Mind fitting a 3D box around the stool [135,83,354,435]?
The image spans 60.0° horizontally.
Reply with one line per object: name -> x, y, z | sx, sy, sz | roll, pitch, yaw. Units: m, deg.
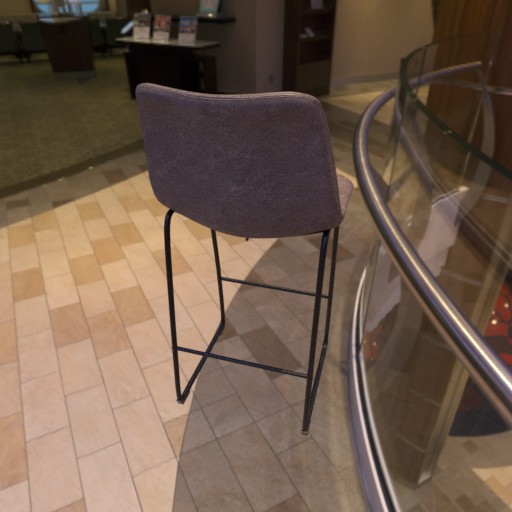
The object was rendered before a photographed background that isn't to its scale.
stool -> 0.000, 0.000, 1.364 | 0.514, 1.082, 0.561 | 9, 33, 14
